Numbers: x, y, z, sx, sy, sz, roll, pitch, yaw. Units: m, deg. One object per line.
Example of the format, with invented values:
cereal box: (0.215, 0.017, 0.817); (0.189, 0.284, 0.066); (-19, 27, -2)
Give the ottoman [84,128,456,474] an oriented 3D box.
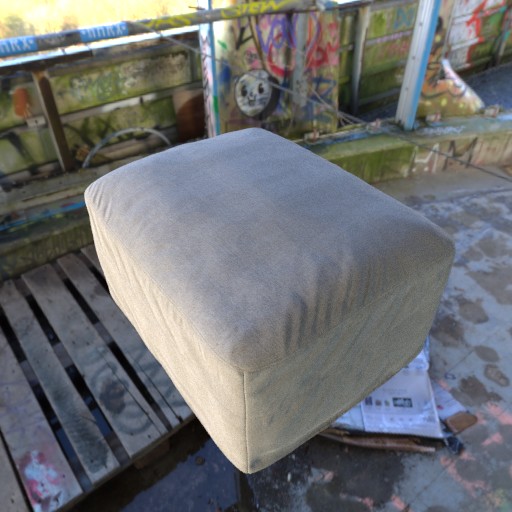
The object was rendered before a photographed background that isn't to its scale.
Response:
ottoman: (0.000, 0.000, 1.249); (0.683, 0.481, 0.837); (-26, 47, -27)
